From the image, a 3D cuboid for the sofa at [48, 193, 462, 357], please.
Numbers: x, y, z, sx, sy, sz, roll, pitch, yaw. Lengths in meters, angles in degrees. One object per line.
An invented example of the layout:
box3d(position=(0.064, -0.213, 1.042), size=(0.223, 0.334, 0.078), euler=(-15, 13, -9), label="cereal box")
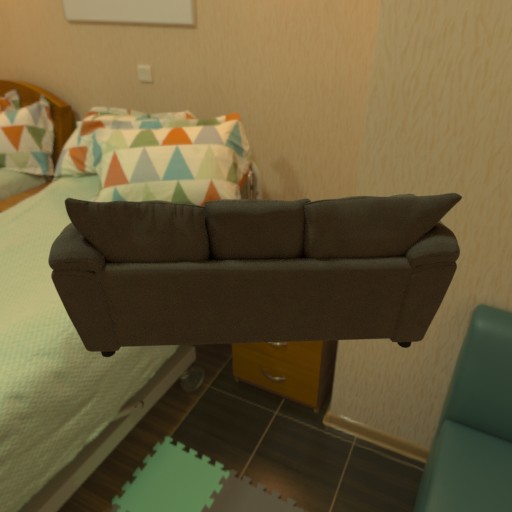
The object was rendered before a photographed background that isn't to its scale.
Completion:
box3d(position=(0.000, 0.000, 2.864), size=(2.336, 1.073, 0.878), euler=(-1, 30, -2), label="sofa")
